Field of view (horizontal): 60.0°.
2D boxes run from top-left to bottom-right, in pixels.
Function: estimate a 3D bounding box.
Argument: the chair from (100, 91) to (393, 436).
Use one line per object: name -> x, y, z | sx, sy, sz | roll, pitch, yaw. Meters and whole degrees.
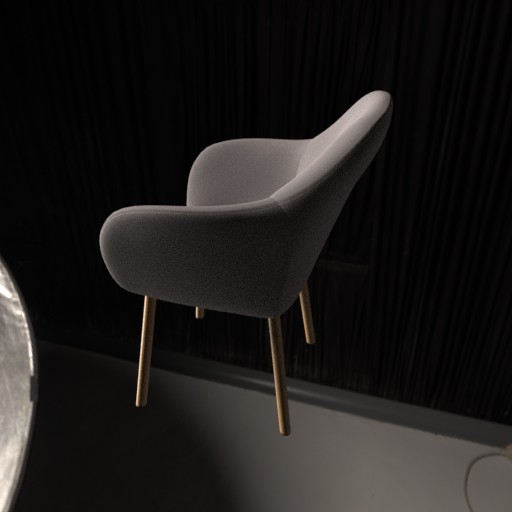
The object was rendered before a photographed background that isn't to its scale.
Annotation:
chair -> 0.000, 0.000, 1.183 | 0.590, 0.830, 0.570 | 8, 30, 14
